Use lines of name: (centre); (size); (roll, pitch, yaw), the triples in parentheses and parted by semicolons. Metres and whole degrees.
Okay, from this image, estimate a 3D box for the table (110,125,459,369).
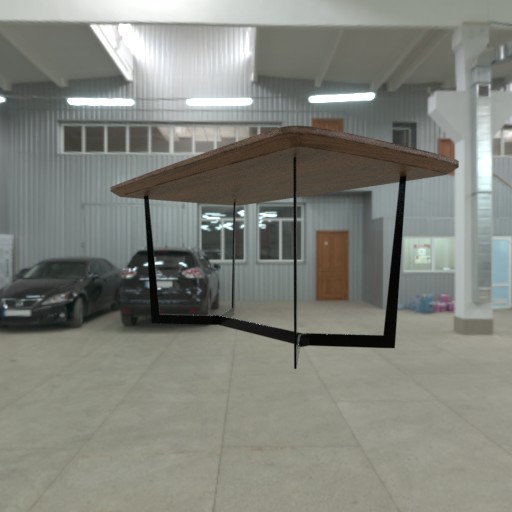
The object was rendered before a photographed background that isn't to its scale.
table: (0.000, 0.000, 2.164); (0.949, 0.765, 1.643); (0, 1, -37)
